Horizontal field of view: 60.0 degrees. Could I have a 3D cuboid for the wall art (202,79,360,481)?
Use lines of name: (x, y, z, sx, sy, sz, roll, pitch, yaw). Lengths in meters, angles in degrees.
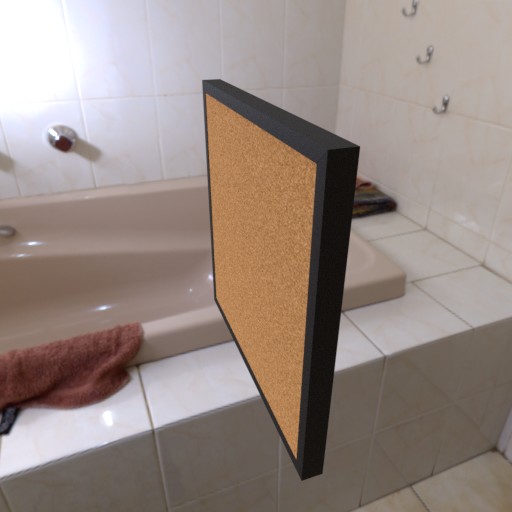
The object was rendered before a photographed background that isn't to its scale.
wall art: (0.000, 0.000, 0.758, 0.036, 0.503, 0.506, -10, 31, -17)
